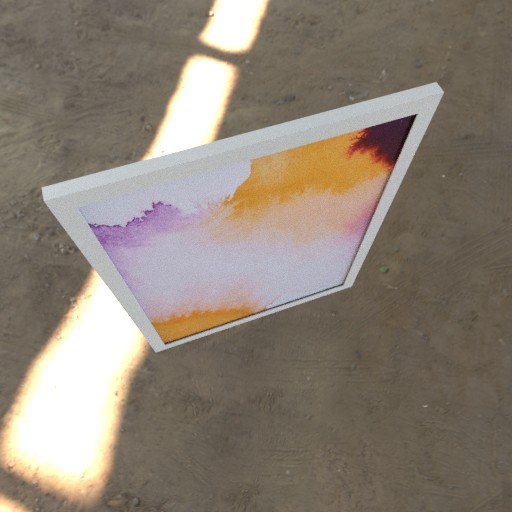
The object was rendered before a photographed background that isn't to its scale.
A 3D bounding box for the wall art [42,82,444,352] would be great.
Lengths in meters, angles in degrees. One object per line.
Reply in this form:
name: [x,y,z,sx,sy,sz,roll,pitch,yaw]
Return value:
wall art: [0.000,0.000,1.058,0.661,0.811,0.026,-17,64,-9]
